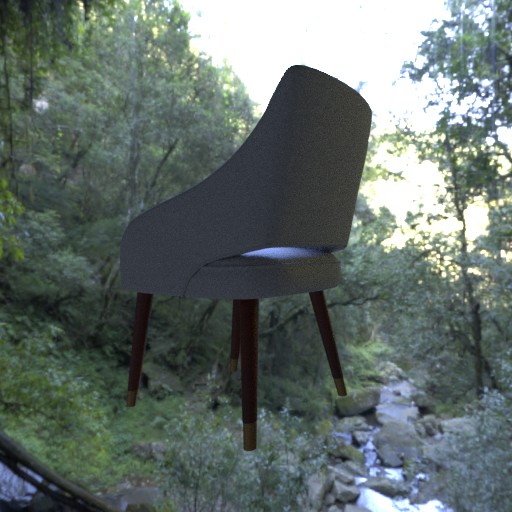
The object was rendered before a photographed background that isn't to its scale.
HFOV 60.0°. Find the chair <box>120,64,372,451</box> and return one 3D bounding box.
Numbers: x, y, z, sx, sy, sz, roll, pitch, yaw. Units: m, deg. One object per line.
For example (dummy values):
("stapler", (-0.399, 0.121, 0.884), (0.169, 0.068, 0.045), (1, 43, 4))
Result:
("chair", (0.000, 0.000, 1.318), (0.600, 0.889, 0.609), (1, 1, 38))
